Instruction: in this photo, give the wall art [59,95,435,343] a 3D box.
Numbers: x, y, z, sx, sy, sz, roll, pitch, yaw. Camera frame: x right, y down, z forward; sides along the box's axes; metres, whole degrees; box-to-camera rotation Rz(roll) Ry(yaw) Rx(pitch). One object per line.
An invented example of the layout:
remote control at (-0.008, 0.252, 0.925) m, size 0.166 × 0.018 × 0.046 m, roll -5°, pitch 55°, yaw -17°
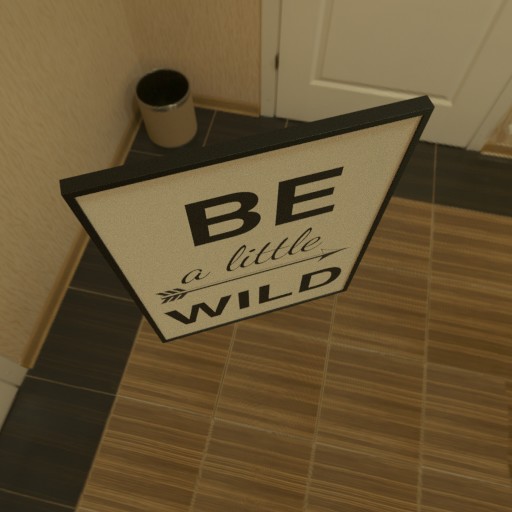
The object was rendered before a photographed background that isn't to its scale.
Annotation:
wall art at (0.000, 0.000, 1.399) m, size 0.806 × 1.062 × 0.038 m, roll -15°, pitch 64°, yaw -7°
